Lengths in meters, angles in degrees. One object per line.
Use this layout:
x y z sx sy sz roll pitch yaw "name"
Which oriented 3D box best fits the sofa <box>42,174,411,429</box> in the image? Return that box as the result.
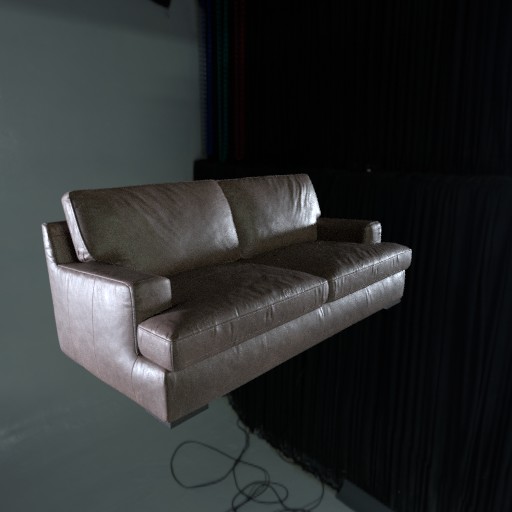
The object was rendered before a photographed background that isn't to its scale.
0.000 0.000 2.843 1.143 0.941 2.261 13 19 41 "sofa"
